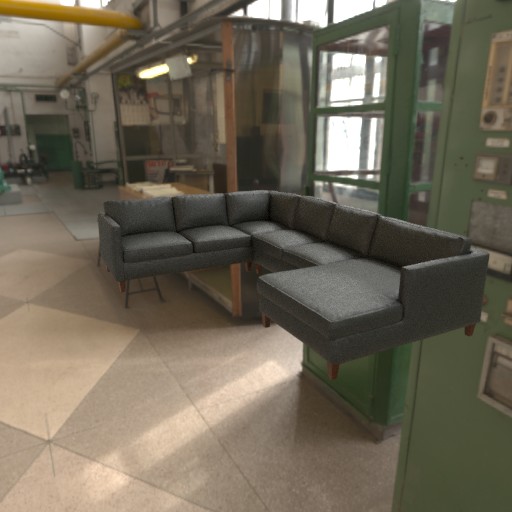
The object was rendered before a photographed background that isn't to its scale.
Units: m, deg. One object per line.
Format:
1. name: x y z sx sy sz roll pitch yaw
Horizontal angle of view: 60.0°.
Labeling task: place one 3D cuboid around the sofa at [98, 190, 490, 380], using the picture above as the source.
1. sofa: 0.000 0.000 4.572 2.593 0.923 3.460 -8 18 -27
